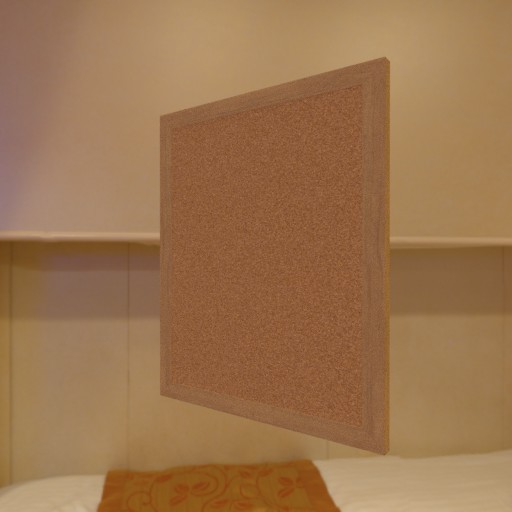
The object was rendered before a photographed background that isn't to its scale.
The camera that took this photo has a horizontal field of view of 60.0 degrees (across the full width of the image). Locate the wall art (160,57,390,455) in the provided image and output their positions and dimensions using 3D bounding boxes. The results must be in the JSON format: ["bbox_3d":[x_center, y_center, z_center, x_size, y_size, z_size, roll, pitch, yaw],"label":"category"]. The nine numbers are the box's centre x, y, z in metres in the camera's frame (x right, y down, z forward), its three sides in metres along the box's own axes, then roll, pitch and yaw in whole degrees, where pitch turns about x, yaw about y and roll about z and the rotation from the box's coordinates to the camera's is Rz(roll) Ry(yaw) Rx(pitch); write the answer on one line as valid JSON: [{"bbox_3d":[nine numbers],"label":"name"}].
[{"bbox_3d":[0.000,0.000,0.765,0.460,0.561,0.020,0,0,36],"label":"wall art"}]
